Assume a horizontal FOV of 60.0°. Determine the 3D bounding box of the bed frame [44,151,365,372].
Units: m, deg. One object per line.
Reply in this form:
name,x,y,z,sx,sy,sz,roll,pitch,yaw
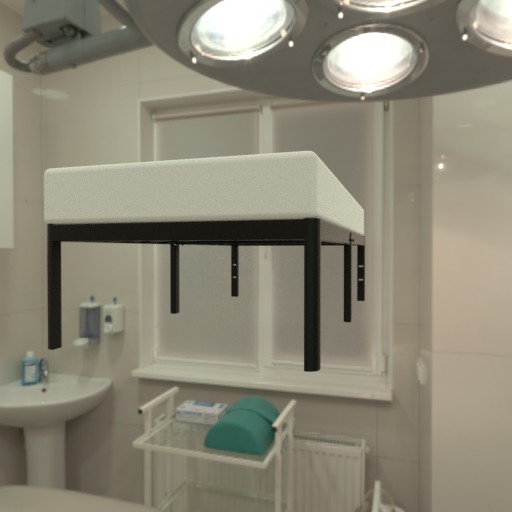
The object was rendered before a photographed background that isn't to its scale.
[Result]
bed frame,0.000,0.000,2.381,1.023,0.659,1.950,0,1,18
